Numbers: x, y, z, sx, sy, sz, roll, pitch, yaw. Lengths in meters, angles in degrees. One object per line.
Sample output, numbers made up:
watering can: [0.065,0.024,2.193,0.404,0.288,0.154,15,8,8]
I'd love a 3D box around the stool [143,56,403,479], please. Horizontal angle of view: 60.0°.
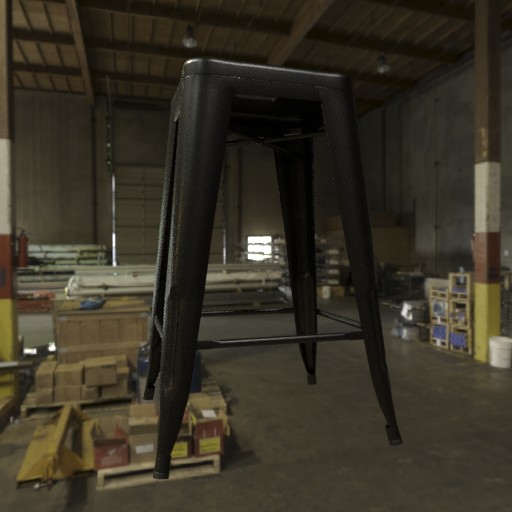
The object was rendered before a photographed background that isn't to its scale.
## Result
stool: [0.000,0.000,0.823,0.399,0.609,0.359,0,1,-17]
